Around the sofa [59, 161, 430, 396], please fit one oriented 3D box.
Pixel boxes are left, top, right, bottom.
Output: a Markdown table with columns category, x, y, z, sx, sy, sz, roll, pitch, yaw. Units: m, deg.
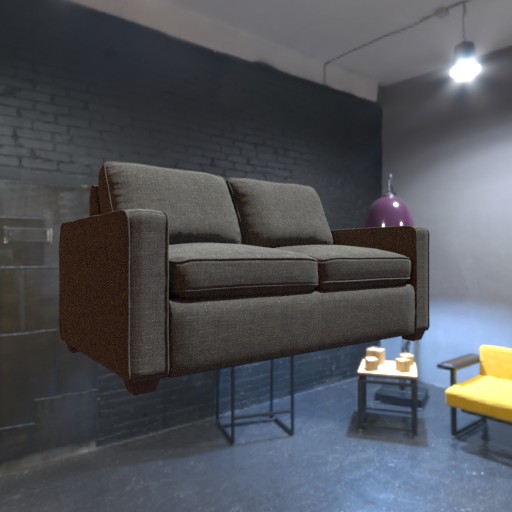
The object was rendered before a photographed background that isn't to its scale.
| category | x | y | z | sx | sy | sz | roll | pitch | yaw |
| --- | --- | --- | --- | --- | --- | --- | --- | --- | --- |
| sofa | 0.000 | 0.000 | 2.271 | 1.709 | 0.918 | 0.947 | 0 | 0 | -36 |
